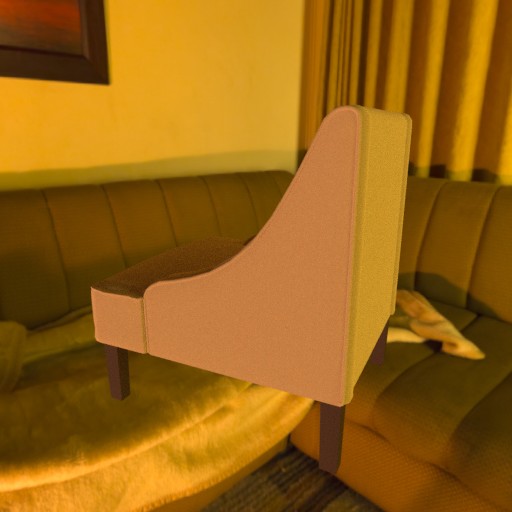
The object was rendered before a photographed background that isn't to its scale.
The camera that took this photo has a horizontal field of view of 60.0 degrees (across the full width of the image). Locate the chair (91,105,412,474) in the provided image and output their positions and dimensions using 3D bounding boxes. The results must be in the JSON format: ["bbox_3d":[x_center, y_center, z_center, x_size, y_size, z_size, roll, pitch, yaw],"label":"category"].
[{"bbox_3d":[0.000,0.000,1.431,0.806,0.886,0.689,8,18,25],"label":"chair"}]
